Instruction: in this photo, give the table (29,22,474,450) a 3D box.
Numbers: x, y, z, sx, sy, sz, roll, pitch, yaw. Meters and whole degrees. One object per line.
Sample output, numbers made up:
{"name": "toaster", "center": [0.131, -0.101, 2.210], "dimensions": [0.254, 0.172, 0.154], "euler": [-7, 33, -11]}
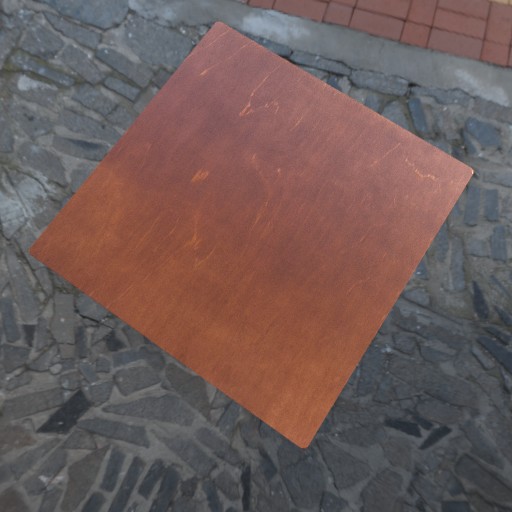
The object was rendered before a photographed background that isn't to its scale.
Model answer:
{"name": "table", "center": [0.000, 0.000, 0.839], "dimensions": [0.427, 0.520, 0.427], "euler": [33, 79, 8]}
